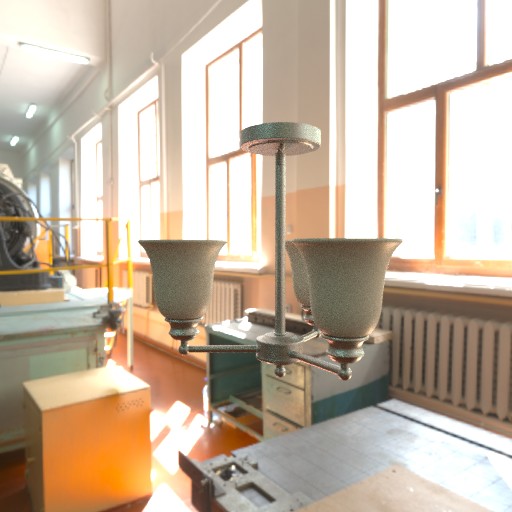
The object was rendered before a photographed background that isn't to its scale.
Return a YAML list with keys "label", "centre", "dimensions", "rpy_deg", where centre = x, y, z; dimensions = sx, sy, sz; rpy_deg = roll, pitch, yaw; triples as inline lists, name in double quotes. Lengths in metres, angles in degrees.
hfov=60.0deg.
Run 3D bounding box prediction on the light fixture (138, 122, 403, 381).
- label: "light fixture"
  centre: [0.000, 0.000, 0.672]
  dimensions: [0.354, 0.370, 0.388]
  rpy_deg: [0, 1, 0]
